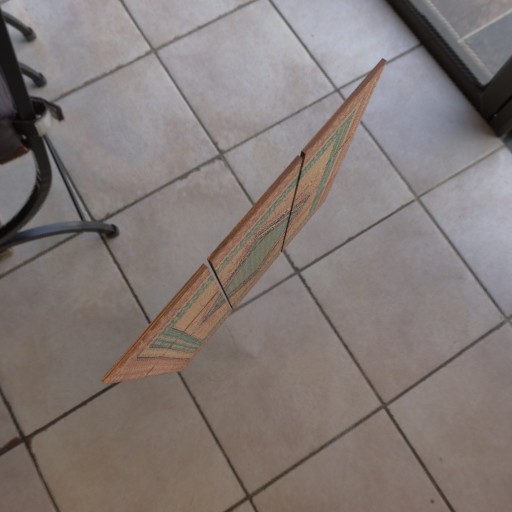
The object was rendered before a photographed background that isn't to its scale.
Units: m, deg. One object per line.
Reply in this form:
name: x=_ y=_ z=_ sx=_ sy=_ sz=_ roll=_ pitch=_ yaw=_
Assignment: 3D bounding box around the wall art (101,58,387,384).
wall art: x=0.000 y=0.000 z=1.370 sx=0.013 sy=0.914 sz=0.915 roll=39 pitch=80 yaw=8
